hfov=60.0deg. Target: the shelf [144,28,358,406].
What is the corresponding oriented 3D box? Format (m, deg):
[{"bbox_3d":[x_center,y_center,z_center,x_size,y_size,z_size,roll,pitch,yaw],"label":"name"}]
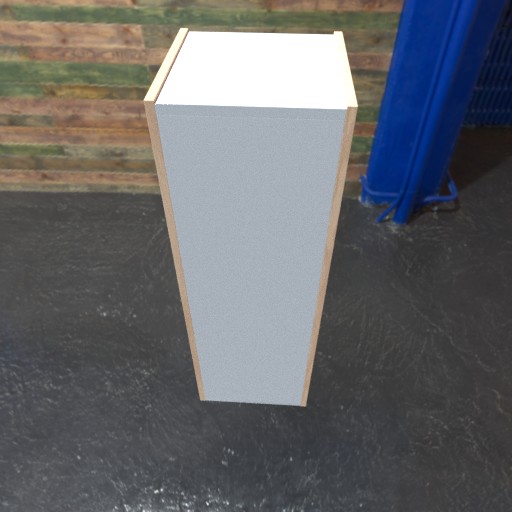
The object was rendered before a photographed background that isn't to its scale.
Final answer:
[{"bbox_3d":[0.000,0.000,1.040,0.300,0.900,0.290,2,45,2],"label":"shelf"}]
